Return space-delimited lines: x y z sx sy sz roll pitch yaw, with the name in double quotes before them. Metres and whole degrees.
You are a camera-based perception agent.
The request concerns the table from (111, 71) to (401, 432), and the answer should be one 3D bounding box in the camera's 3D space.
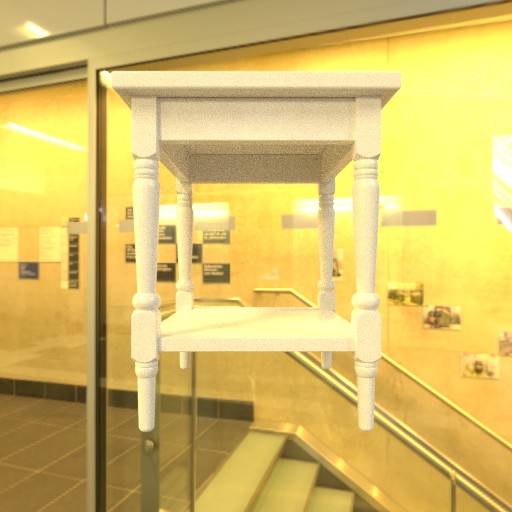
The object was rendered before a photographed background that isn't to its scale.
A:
"table" 0.000 0.000 0.917 0.442 0.565 0.488 0 0 0
